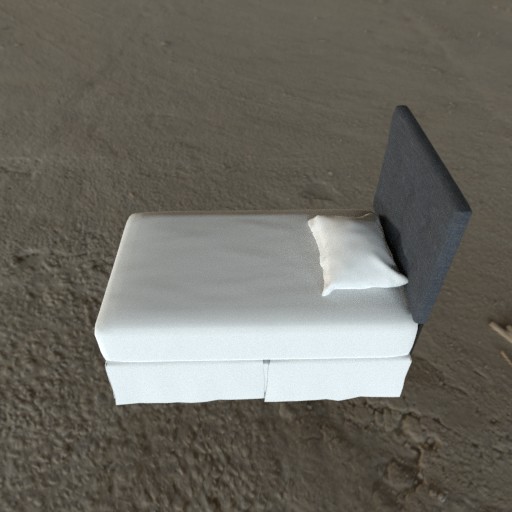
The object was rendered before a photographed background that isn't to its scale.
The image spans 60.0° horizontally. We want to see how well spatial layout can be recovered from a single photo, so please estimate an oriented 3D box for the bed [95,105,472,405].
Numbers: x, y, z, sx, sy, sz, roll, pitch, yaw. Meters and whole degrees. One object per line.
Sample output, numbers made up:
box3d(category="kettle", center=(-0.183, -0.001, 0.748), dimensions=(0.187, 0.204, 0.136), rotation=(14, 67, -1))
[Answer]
box3d(category="bed", center=(0.000, 0.000, 2.944), dimensions=(1.997, 1.571, 1.261), rotation=(-1, 43, -1))
